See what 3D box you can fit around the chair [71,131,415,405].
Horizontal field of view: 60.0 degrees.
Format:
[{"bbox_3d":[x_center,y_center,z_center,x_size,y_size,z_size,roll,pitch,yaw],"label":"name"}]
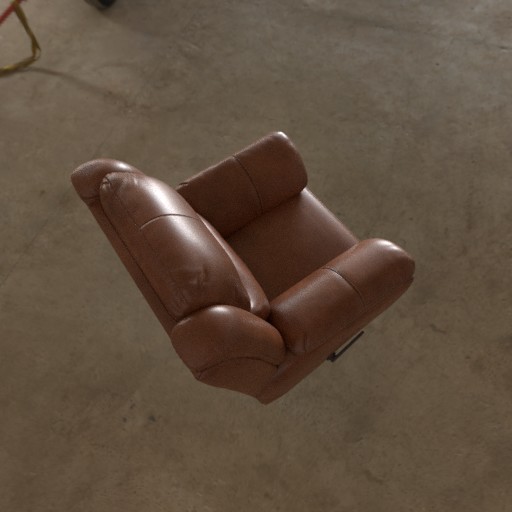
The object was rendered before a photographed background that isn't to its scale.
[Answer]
[{"bbox_3d":[0.000,0.000,1.931,1.041,1.093,0.990,-31,63,-17],"label":"chair"}]
